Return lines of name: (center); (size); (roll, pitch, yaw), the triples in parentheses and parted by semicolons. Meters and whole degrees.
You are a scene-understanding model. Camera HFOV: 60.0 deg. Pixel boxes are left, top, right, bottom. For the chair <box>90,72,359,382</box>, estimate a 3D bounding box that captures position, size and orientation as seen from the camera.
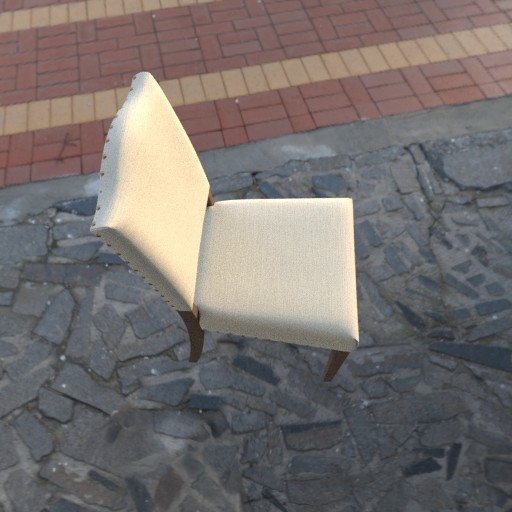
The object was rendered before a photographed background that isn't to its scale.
chair: (0.000, 0.000, 1.343); (0.619, 1.015, 0.508); (3, 62, 2)
